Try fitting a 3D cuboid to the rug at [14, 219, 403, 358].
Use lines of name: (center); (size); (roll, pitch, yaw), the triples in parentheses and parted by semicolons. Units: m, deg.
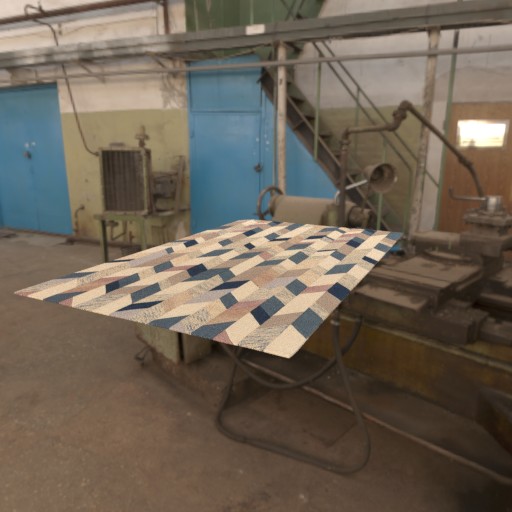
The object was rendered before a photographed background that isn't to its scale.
rug: (0.000, 0.000, 2.949); (1.513, 0.008, 2.423); (7, 16, 26)
